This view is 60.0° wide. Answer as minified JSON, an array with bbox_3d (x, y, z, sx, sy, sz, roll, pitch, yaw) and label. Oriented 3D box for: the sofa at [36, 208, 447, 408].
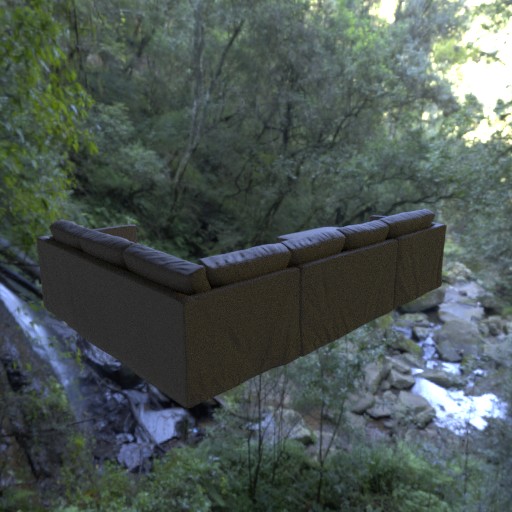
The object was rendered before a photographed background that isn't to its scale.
[{"bbox_3d":[0.000,0.000,4.563,3.528,0.878,2.476,-14,20,-42],"label":"sofa"}]
